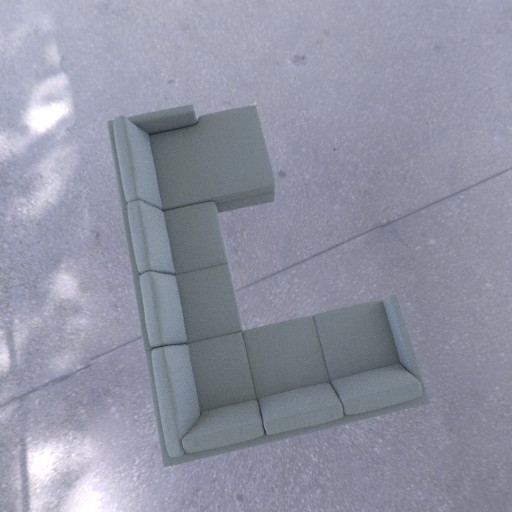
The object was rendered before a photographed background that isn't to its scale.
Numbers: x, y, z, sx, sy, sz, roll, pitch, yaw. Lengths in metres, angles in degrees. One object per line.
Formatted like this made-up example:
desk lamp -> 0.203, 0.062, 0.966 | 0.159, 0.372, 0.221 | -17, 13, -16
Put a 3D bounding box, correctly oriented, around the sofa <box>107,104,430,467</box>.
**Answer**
sofa -> 0.000, 0.000, 4.531 | 2.427, 0.882, 3.460 | -12, 76, -3
